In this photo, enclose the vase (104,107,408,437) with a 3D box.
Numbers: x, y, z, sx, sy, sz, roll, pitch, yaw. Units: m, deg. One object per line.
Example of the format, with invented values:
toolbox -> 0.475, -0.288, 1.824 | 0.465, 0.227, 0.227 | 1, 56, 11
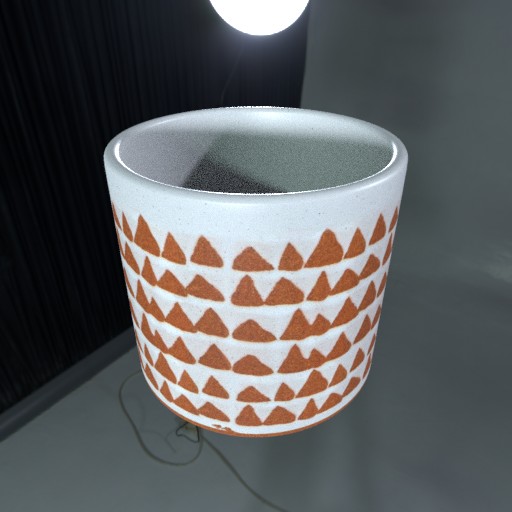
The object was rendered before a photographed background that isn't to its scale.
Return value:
vase -> 0.000, 0.000, 0.239 | 0.137, 0.127, 0.137 | 0, 31, 0
